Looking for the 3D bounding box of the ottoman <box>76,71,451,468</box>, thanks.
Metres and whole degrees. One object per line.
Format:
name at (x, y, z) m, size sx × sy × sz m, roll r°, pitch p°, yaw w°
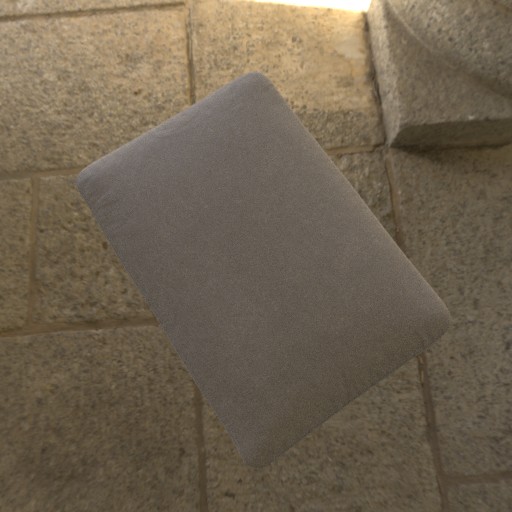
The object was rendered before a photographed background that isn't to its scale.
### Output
ottoman at (0.000, 0.000, 1.636) m, size 0.840 × 0.429 × 1.199 m, roll -33°, pitch 78°, yaw -8°
